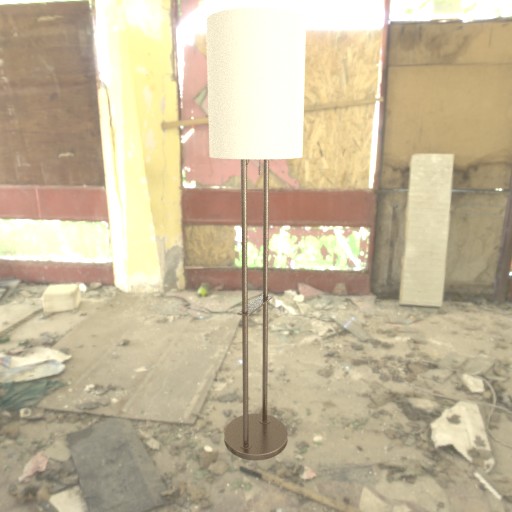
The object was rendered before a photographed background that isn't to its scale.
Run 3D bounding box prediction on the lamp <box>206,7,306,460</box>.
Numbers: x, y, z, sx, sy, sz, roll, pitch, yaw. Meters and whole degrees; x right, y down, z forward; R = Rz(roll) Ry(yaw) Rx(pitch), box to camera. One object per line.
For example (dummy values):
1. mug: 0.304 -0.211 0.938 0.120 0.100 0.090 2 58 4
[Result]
1. lamp: 0.000 0.000 1.559 0.305 1.500 0.306 8 17 26
